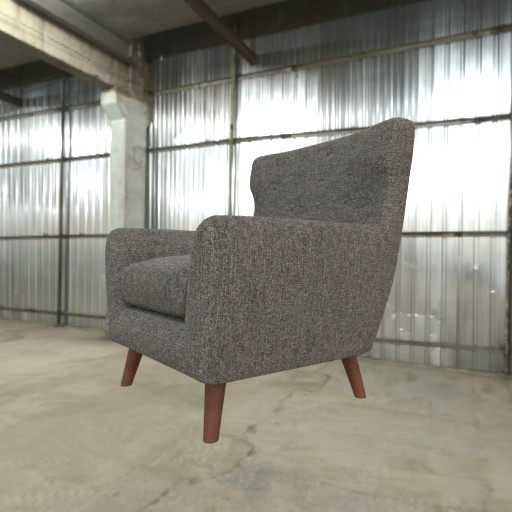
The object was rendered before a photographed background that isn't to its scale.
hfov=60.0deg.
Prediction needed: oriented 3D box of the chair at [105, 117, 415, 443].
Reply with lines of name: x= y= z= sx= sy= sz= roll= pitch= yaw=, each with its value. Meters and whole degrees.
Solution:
chair: x=0.000 y=0.000 z=1.736 sx=0.940 sy=1.039 sz=0.889 roll=0 pitch=0 yaw=-37
